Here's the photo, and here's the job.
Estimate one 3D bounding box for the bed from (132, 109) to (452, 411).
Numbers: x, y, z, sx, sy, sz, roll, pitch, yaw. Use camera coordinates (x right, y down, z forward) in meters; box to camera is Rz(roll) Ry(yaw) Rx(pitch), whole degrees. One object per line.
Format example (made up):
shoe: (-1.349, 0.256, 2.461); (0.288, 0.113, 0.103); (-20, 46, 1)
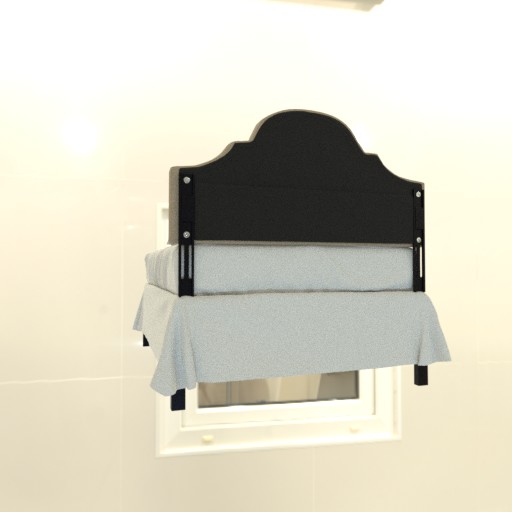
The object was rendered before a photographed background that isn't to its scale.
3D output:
bed: (0.000, 0.000, 3.435); (1.780, 1.634, 2.222); (0, -2, -18)
